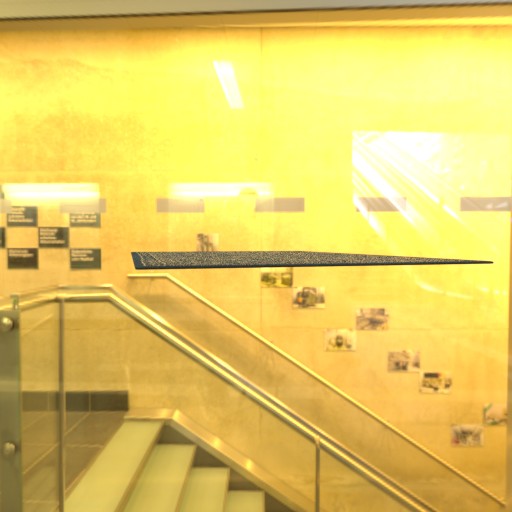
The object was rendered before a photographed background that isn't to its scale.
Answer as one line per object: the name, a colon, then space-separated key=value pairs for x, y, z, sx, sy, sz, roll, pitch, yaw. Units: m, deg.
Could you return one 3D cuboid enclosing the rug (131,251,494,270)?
rug: x=0.000 y=0.000 z=2.263 sx=1.219 sy=0.010 sz=1.829 roll=-1 pitch=2 yaw=-16
